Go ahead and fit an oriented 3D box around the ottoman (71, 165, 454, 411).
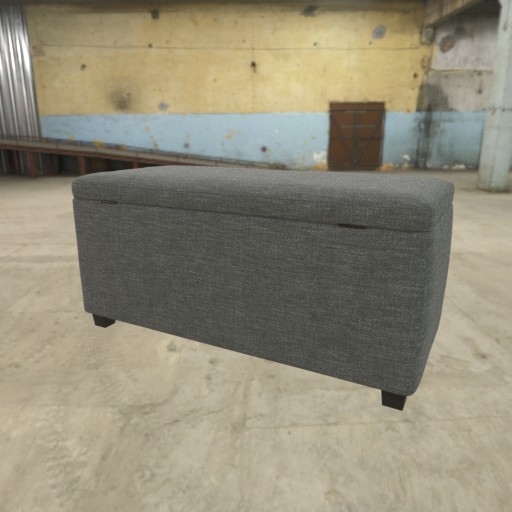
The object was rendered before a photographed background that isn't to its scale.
[{"bbox_3d":[0.000,0.000,1.152,0.902,0.432,0.419,8,18,27],"label":"ottoman"}]
